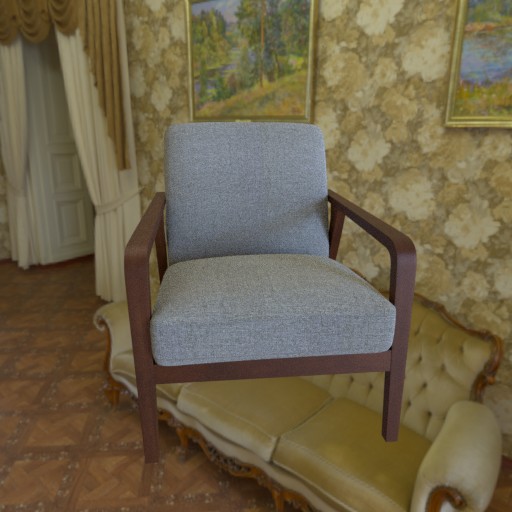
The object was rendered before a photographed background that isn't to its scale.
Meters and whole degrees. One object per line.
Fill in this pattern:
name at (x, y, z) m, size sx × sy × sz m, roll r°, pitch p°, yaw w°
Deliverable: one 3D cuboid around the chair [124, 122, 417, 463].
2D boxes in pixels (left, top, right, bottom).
chair at (0.000, 0.000, 1.444) m, size 0.704 × 0.847 × 0.858 m, roll -2°, pitch 16°, yaw -7°
